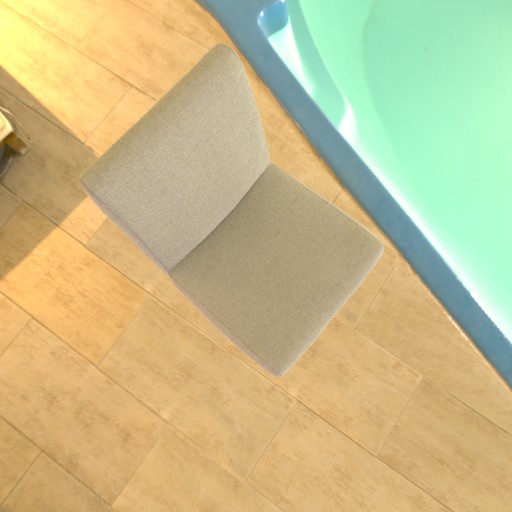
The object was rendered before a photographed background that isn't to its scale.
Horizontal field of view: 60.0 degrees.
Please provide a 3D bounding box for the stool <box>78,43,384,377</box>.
[{"bbox_3d":[0.000,0.000,1.410,0.606,1.085,0.507,40,79,9],"label":"stool"}]
